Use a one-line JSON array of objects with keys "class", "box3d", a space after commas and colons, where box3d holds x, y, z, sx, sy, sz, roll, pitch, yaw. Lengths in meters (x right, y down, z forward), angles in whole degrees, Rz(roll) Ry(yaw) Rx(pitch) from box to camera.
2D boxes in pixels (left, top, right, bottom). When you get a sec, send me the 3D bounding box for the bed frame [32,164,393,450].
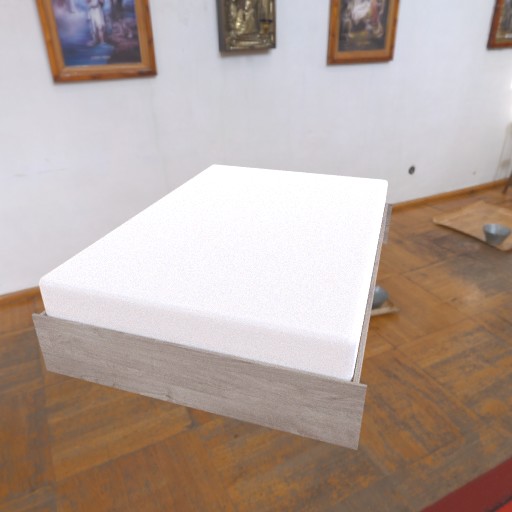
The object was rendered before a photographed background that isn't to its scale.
[{"class": "bed frame", "box3d": [0.000, 0.000, 2.606, 1.445, 0.497, 1.945, 8, 28, 16]}]
